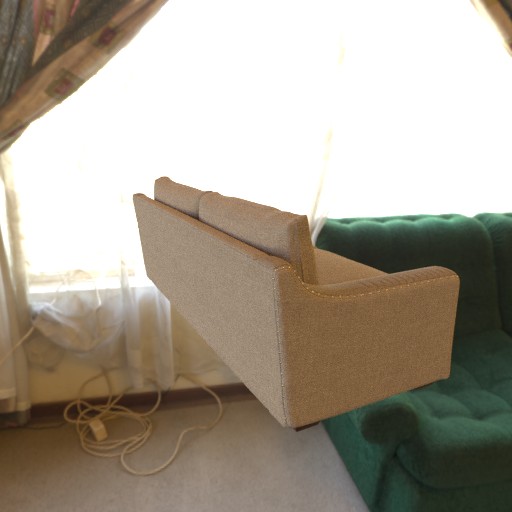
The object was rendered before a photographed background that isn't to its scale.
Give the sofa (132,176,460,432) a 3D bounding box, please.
[{"bbox_3d":[0.000,0.000,2.731,1.000,0.857,2.208,-8,17,-26],"label":"sofa"}]
